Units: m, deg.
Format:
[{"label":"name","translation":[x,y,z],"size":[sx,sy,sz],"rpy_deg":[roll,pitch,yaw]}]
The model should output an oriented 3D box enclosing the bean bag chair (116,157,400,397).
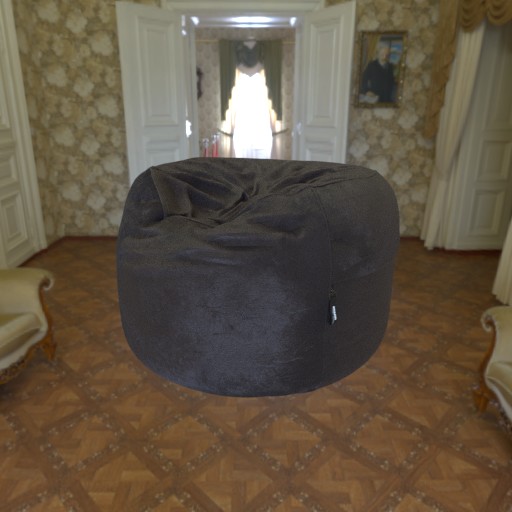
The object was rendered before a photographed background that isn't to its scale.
[{"label":"bean bag chair","translation":[0.000,0.000,1.499],"size":[0.918,0.605,0.918],"rpy_deg":[0,17,0]}]
